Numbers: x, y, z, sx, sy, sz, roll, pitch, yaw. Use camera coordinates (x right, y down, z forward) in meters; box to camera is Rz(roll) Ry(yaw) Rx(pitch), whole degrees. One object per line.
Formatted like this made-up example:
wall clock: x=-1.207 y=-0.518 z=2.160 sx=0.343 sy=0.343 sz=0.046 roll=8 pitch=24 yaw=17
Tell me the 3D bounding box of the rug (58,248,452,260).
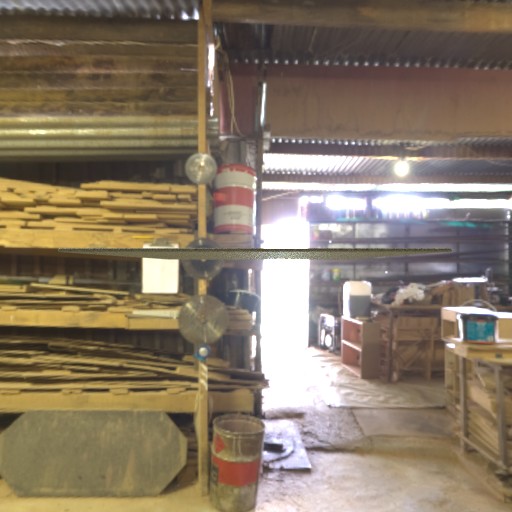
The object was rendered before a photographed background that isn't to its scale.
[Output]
rug: x=0.000 y=0.000 z=2.805 sx=1.543 sy=0.015 sz=2.144 roll=0 pitch=-1 yaw=0
